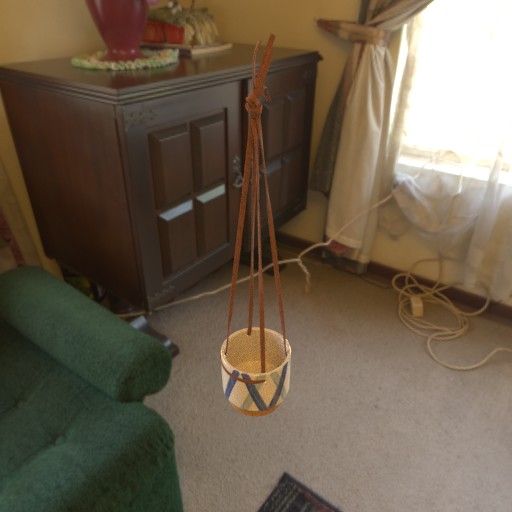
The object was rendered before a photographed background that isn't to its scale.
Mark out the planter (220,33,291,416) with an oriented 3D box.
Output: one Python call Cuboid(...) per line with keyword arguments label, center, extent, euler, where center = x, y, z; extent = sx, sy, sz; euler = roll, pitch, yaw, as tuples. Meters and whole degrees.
Cuboid(label="planter", center=(0.000, 0.000, 0.843), extent=(0.153, 0.753, 0.157), euler=(10, 32, 17))
